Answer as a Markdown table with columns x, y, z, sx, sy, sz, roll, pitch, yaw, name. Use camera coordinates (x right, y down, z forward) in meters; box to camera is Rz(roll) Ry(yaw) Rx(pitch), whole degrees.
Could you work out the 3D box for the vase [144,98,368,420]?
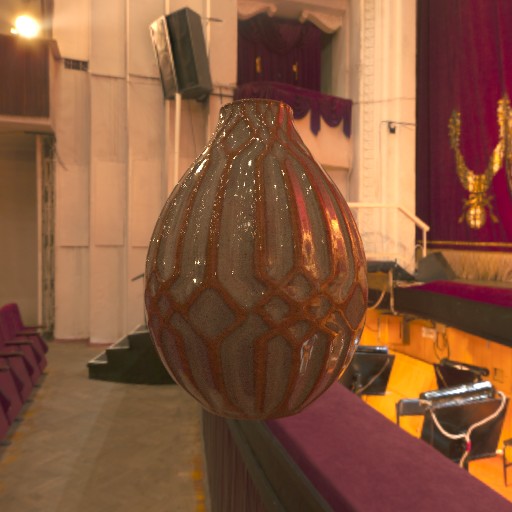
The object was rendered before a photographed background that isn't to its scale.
| x | y | z | sx | sy | sz | roll | pitch | yaw | name |
| --- | --- | --- | --- | --- | --- | --- | --- | --- | --- |
| 0.000 | 0.000 | 0.267 | 0.131 | 0.175 | 0.131 | 0 | 0 | 0 | vase |
